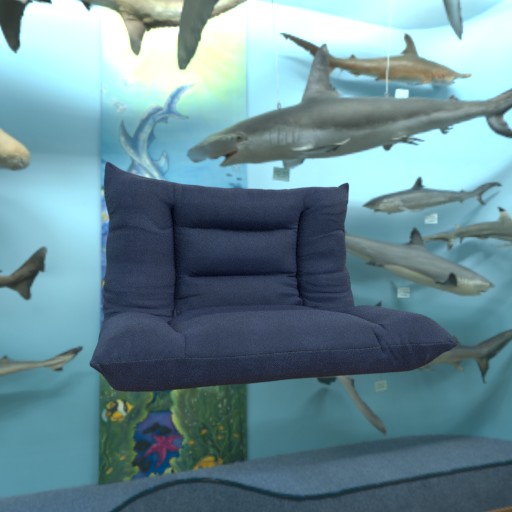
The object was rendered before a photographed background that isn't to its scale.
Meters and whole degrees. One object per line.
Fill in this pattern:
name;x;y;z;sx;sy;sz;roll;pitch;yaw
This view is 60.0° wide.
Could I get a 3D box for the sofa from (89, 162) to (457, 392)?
sofa;0.000;0.000;1.676;1.122;0.778;0.849;0;-1;-16
